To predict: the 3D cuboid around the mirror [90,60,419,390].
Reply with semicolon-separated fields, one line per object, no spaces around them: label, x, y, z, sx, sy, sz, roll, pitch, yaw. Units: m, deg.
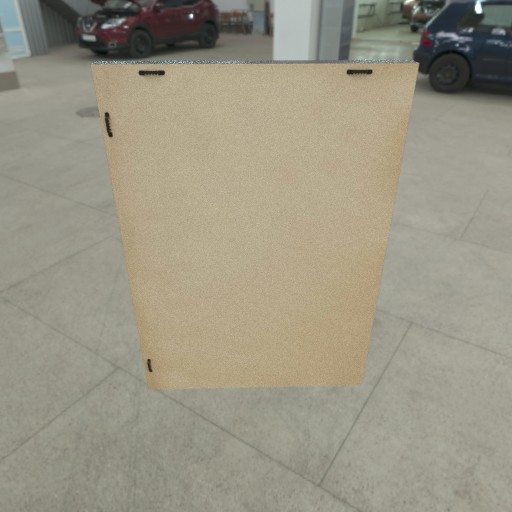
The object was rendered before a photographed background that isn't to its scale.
mirror;0.000;0.000;0.879;0.507;0.710;0.040;-1;31;-1
